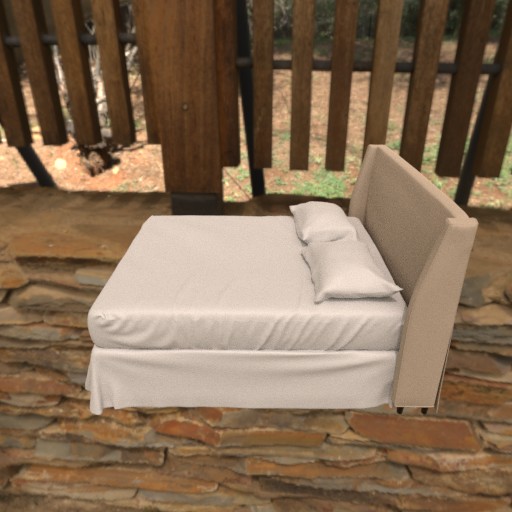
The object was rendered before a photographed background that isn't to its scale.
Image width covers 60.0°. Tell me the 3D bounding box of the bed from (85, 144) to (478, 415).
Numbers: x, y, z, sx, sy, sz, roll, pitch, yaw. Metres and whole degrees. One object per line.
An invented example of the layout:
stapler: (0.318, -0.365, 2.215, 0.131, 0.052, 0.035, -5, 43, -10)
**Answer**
bed: (0.000, 0.000, 3.349, 2.276, 1.332, 1.925, 0, 26, 1)
